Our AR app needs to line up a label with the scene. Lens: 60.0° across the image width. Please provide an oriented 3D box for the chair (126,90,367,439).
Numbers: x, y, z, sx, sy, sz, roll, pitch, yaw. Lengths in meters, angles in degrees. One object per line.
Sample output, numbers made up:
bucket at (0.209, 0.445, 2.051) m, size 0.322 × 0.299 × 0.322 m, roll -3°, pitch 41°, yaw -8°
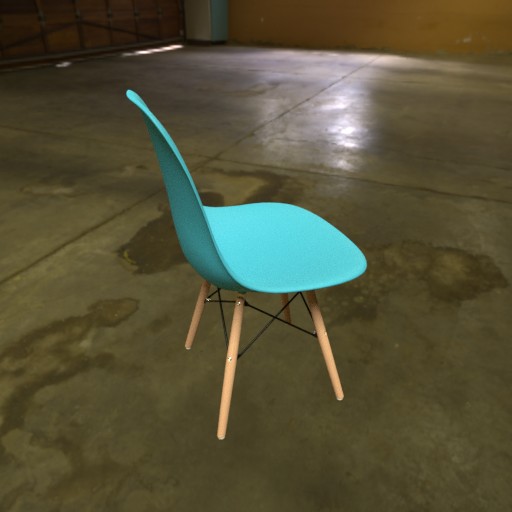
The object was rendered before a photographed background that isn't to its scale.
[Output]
chair at (0.000, 0.000, 1.145) m, size 0.531 × 0.826 × 0.470 m, roll -11°, pitch 32°, yaw -18°
